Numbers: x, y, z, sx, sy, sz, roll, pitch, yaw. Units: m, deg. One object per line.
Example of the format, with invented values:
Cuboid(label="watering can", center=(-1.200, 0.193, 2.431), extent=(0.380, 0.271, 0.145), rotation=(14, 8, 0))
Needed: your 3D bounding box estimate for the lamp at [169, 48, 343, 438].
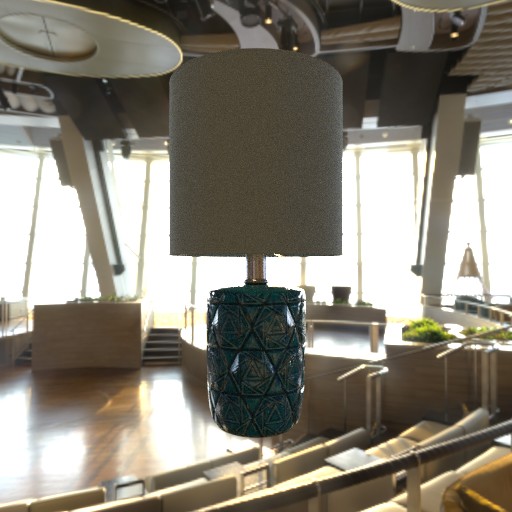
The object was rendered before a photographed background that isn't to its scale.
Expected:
Cuboid(label="lamp", center=(0.000, 0.000, 0.498), extent=(0.193, 0.377, 0.193), rotation=(1, -1, -35))
